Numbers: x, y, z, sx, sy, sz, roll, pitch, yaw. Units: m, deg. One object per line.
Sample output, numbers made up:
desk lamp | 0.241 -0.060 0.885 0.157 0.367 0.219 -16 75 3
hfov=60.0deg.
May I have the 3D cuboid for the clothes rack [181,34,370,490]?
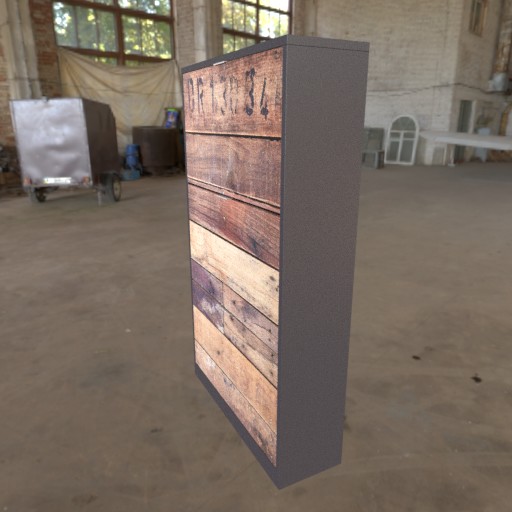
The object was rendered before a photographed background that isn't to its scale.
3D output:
clothes rack | 0.000 0.000 1.554 0.250 1.280 0.750 -9 19 -26
